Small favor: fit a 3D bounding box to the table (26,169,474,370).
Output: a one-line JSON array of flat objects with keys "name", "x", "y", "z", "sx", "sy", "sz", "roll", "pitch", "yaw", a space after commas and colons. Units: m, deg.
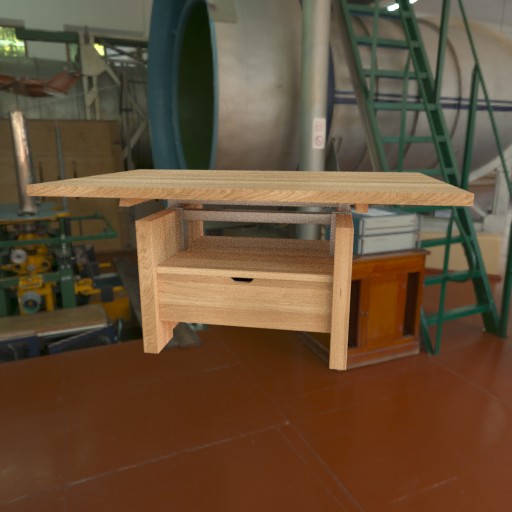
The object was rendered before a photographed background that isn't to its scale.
[{"name": "table", "x": 0.000, "y": 0.000, "z": 1.463, "sx": 1.100, "sy": 0.510, "sz": 0.700, "roll": 3, "pitch": 15, "yaw": 10}]
